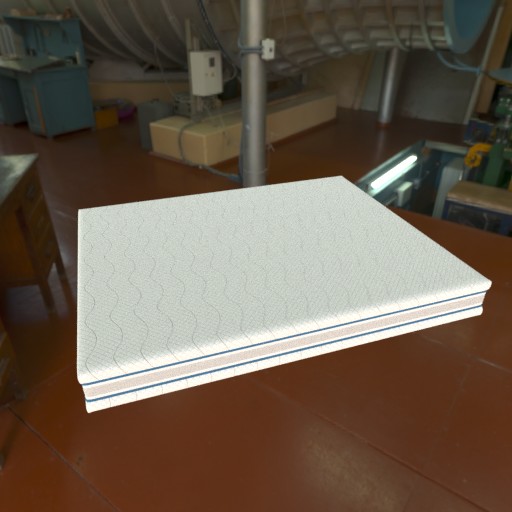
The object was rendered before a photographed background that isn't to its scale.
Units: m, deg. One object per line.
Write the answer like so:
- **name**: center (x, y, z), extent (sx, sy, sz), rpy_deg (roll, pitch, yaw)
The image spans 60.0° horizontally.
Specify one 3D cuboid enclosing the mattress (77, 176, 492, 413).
- **mattress**: center (0.000, 0.000, 2.680), extent (2.000, 0.230, 1.600), rpy_deg (-10, 32, -16)
